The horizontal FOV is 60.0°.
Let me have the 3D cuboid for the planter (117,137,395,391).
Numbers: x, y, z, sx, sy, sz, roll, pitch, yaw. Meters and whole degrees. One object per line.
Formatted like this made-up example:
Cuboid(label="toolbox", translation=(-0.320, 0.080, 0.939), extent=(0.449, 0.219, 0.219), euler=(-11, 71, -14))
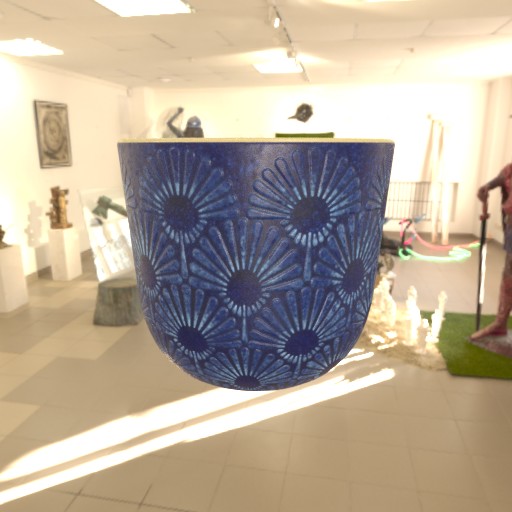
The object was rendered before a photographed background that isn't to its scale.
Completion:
Cuboid(label="planter", translation=(0.000, 0.000, 0.300), extent=(0.170, 0.153, 0.170), euler=(0, 14, 0))
